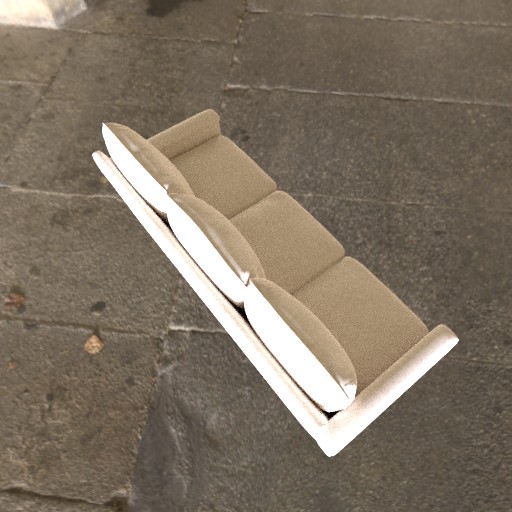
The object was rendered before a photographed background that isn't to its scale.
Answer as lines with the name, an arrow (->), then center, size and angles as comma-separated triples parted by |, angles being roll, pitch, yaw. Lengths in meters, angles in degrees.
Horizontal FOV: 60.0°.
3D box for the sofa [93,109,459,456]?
sofa -> 0.000, 0.000, 2.337 | 0.828, 0.961, 1.925 | -34, 64, -19
